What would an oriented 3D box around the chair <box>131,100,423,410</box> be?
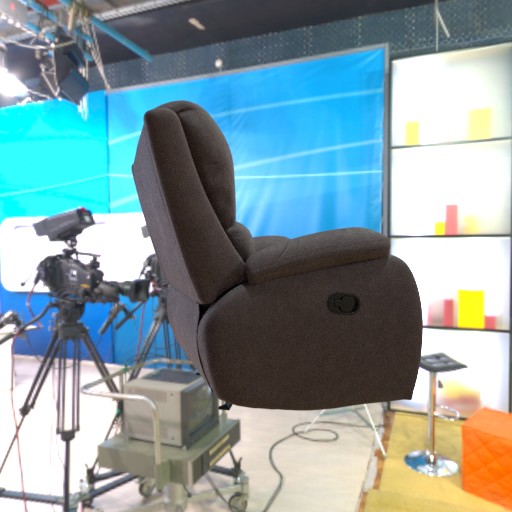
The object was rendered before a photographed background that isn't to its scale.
[{"bbox_3d":[0.000,0.000,1.726,0.899,1.011,0.930,0,1,-18],"label":"chair"}]
